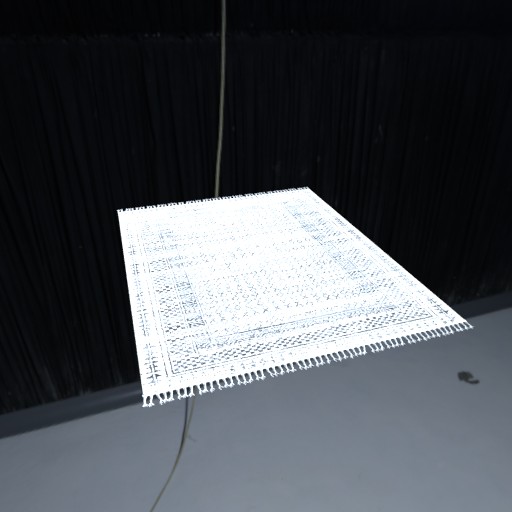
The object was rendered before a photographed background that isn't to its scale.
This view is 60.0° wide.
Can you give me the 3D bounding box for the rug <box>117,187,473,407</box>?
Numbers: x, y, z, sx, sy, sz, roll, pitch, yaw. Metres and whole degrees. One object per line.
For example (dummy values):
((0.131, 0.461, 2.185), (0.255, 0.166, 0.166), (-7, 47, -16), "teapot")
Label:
((0.000, 0.000, 4.022), (2.312, 0.013, 2.940), (-9, 31, -16), "rug")
